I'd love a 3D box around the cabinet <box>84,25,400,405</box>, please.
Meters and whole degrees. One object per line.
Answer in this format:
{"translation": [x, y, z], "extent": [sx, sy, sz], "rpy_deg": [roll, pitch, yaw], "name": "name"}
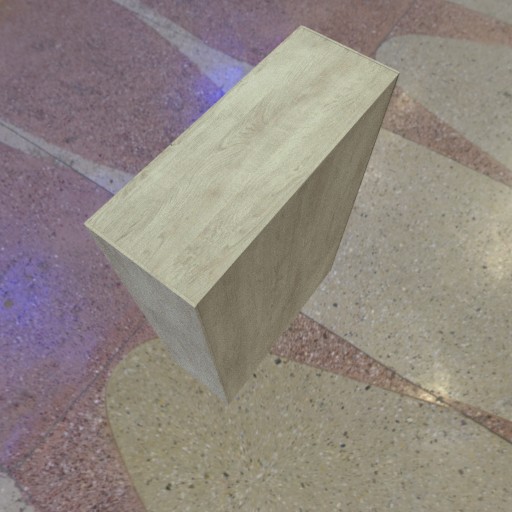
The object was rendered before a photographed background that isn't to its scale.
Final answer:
{"translation": [0.000, 0.000, 2.508], "extent": [0.510, 1.910, 1.290], "rpy_deg": [34, 68, 16], "name": "cabinet"}
